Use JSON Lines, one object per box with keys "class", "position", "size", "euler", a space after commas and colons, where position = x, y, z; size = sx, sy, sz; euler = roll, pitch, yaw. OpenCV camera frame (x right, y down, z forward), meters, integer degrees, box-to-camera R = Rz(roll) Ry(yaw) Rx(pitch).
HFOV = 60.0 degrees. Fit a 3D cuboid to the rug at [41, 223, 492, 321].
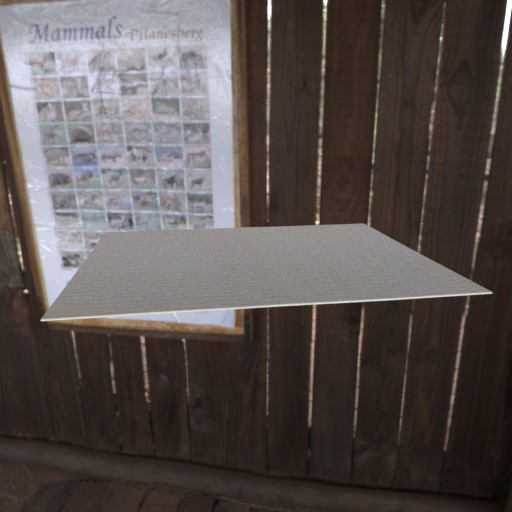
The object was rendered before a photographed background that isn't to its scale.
{"class": "rug", "position": [0.000, 0.000, 4.086], "size": [3.055, 0.021, 2.410], "euler": [-2, 16, -8]}
